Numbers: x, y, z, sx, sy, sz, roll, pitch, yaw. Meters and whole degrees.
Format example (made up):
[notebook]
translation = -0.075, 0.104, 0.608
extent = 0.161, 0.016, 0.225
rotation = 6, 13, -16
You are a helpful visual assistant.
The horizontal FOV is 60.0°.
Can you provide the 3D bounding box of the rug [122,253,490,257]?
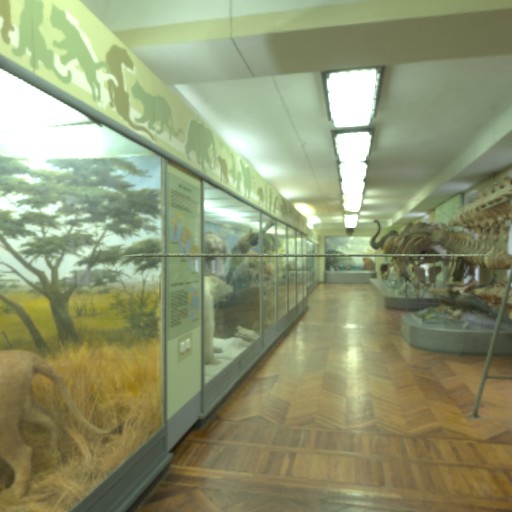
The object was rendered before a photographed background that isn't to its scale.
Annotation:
[rug]
translation = 0.000, 0.000, 4.399
extent = 2.438, 0.013, 3.353
rotation = 0, 0, -19
